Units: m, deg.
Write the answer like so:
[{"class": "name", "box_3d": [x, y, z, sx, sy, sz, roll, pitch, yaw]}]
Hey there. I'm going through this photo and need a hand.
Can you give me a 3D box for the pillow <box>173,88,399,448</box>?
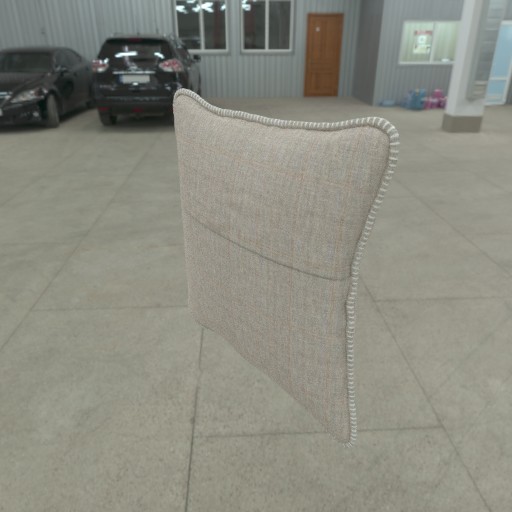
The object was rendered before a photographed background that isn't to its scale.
[{"class": "pillow", "box_3d": [0.000, 0.000, 0.735, 0.124, 0.494, 0.485, -19, 32, -34]}]
